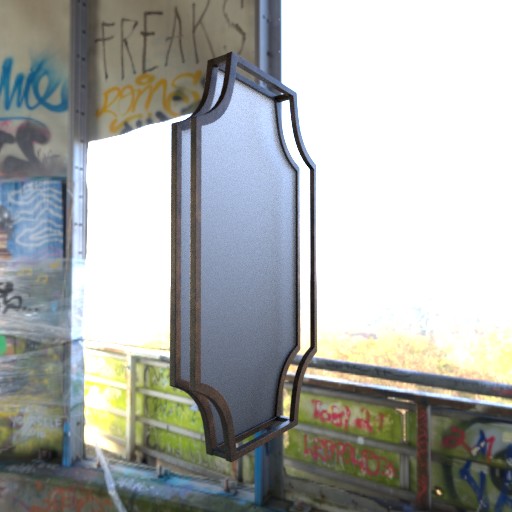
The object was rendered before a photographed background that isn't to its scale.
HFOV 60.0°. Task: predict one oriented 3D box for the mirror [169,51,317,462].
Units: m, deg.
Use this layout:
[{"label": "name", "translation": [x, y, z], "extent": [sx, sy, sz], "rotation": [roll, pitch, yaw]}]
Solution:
[{"label": "mirror", "translation": [0.000, 0.000, 0.997], "extent": [0.066, 0.811, 0.462], "rotation": [-1, -2, 35]}]
